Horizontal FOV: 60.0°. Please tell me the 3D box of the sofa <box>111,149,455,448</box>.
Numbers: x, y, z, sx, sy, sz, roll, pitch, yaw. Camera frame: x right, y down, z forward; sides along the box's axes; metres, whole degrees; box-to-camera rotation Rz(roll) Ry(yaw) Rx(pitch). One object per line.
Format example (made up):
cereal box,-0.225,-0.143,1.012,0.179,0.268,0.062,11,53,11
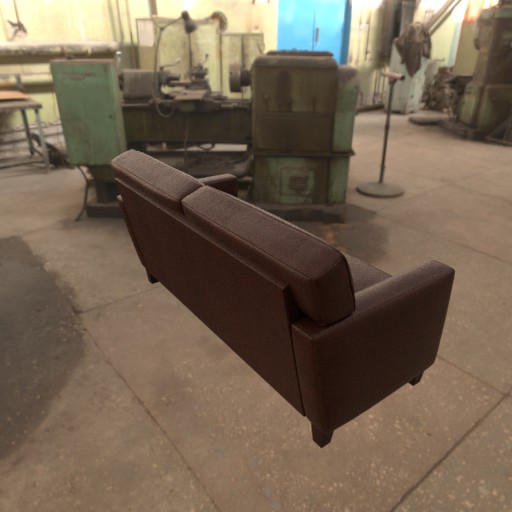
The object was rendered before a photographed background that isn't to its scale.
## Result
sofa,0.000,0.000,2.422,0.912,0.928,1.876,-18,32,-32
